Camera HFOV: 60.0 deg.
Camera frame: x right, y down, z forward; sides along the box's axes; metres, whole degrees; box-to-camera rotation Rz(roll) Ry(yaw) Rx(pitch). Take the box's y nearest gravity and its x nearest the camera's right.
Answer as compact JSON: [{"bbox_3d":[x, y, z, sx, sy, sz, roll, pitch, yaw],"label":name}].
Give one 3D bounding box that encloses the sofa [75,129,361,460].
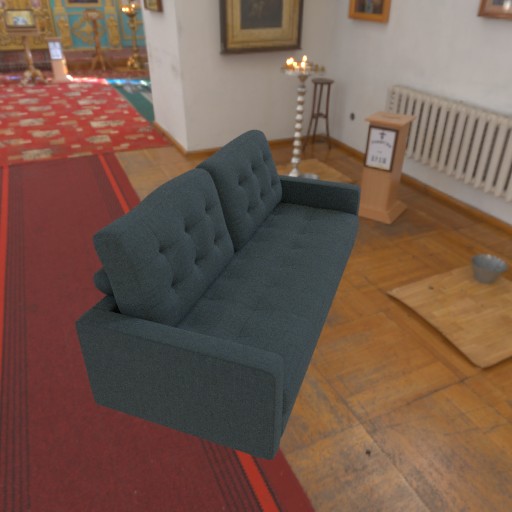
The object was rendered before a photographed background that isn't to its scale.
[{"bbox_3d":[0.000,0.000,2.599,0.966,1.050,2.010,10,31,17],"label":"sofa"}]
